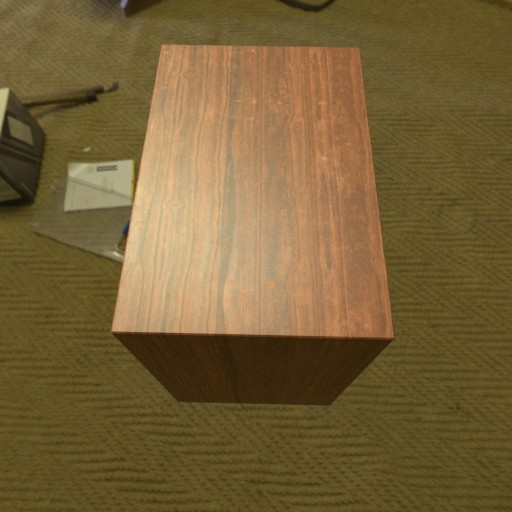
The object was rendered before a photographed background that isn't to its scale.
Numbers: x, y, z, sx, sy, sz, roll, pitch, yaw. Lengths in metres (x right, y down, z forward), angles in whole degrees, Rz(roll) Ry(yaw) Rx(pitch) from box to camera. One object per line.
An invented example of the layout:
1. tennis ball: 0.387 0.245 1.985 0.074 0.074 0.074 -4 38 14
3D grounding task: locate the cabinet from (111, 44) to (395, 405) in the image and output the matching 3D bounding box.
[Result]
1. cabinet: 0.000 0.000 1.073 0.410 0.695 0.607 1 63 1
